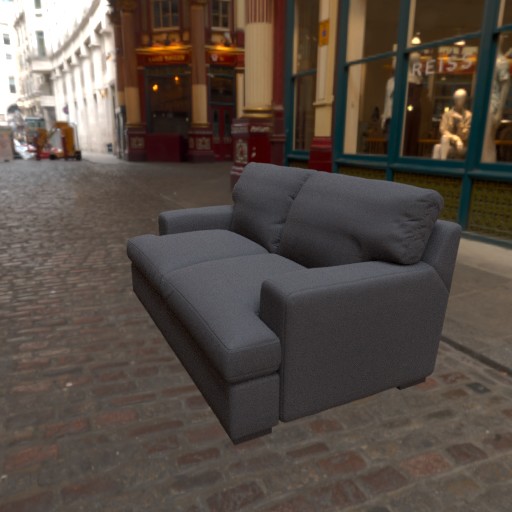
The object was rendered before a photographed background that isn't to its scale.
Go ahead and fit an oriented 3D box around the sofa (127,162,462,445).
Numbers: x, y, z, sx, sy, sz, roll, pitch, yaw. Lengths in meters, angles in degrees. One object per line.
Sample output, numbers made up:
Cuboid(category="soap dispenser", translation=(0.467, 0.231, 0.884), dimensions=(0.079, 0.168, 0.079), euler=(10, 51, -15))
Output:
Cuboid(category="sofa", translation=(0.000, 0.000, 2.544), dimensions=(1.143, 0.940, 1.880), euler=(-8, 18, -25))
